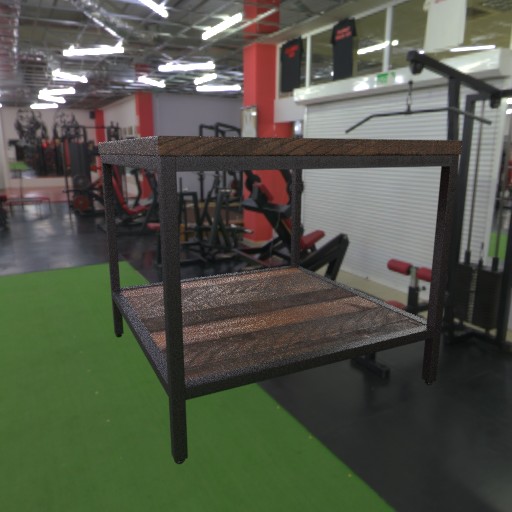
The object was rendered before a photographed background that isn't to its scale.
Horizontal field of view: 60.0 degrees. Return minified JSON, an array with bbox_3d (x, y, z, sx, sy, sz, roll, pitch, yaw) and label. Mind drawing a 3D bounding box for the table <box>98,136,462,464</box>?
[{"bbox_3d":[0.000,0.000,0.966,0.548,0.482,0.553,-6,15,-26],"label":"table"}]
